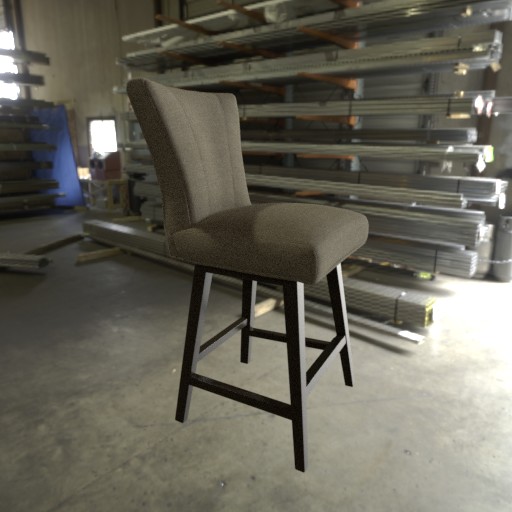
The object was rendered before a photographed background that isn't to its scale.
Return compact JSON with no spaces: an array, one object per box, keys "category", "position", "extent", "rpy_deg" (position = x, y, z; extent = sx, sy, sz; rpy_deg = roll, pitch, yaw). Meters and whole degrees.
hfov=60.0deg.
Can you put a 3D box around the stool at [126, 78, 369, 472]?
[{"category":"stool","position":[0.000,0.000,1.366],"extent":[0.574,1.000,0.514],"rpy_deg":[7,17,26]}]
